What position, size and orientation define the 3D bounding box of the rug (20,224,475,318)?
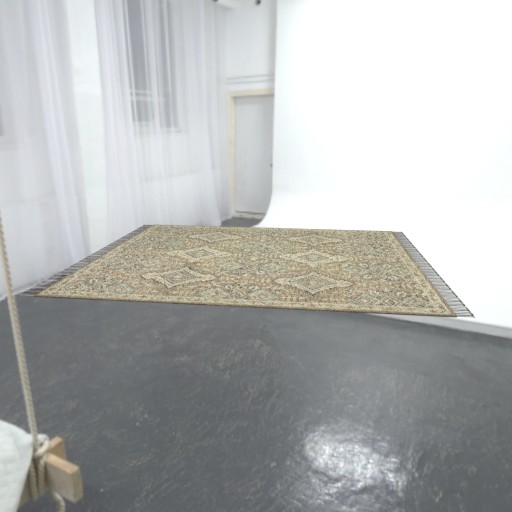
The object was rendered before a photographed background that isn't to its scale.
[{"bbox_3d":[0.000,0.000,4.095,3.056,0.010,2.437,2,16,7],"label":"rug"}]
